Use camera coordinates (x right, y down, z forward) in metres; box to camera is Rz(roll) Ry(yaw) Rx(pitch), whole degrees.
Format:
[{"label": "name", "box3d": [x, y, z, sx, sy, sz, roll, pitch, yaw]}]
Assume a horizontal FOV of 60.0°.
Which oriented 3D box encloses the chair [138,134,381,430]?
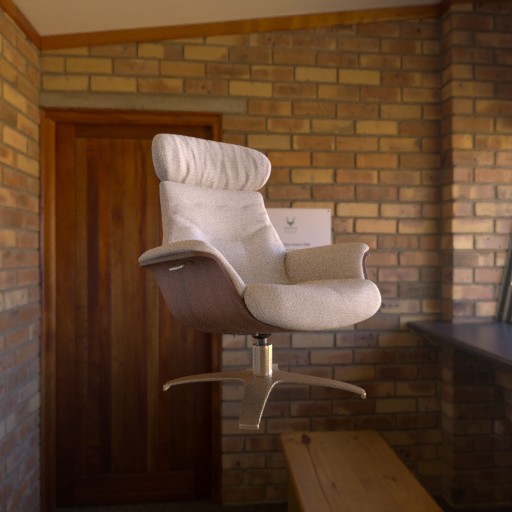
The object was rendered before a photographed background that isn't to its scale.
[{"label": "chair", "box3d": [0.000, 0.000, 1.635, 0.785, 0.995, 0.837, 0, 0, -37]}]
